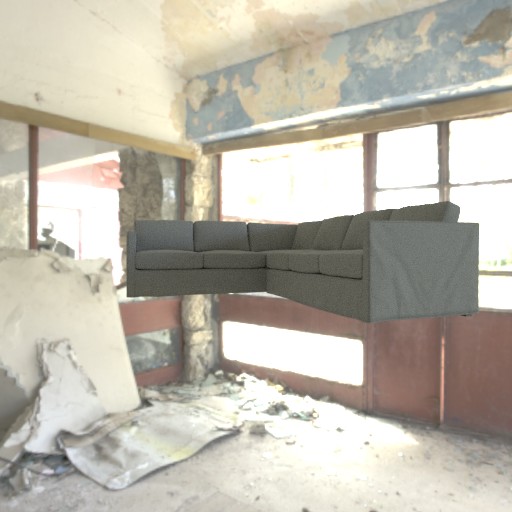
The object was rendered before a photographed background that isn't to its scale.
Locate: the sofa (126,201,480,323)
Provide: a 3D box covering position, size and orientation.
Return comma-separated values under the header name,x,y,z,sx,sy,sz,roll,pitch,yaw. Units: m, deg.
name,x,y,z,sx,sy,sz,roll,pitch,yaw
sofa,0.000,0.000,4.360,2.432,0.871,3.182,0,1,-17
